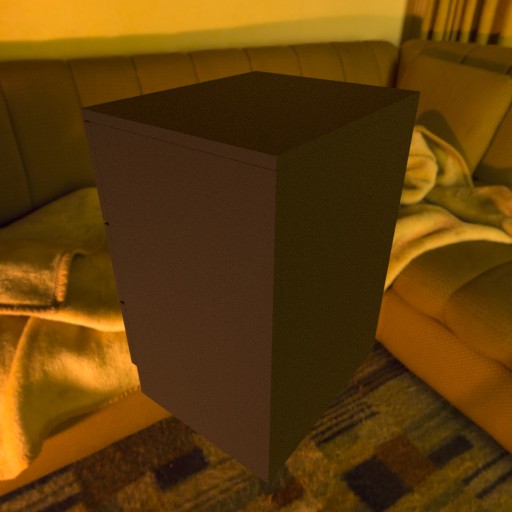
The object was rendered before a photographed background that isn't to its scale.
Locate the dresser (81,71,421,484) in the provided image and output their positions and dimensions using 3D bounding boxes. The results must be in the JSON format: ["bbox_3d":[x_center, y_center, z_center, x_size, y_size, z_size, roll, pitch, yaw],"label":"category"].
[{"bbox_3d":[0.000,0.000,0.816,0.360,0.560,0.400,22,38,31],"label":"dresser"}]
